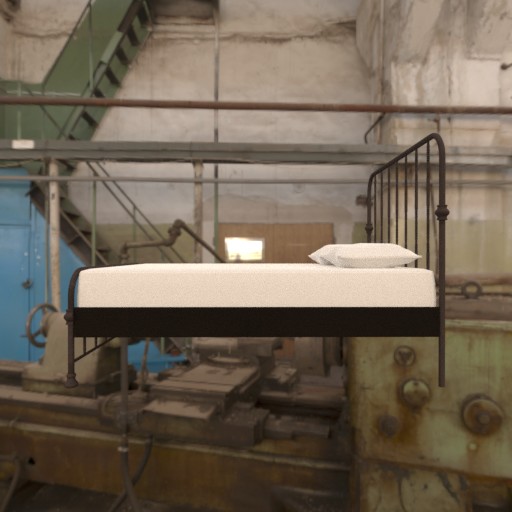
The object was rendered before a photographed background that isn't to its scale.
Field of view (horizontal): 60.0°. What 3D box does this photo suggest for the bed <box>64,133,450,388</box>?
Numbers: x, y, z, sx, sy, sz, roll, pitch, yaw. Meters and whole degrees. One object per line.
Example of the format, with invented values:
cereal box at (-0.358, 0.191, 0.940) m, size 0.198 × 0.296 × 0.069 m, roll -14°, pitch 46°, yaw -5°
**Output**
bed at (0.000, 0.000, 3.226) m, size 2.134 × 1.446 × 1.616 m, roll 0°, pitch 0°, yaw 0°
